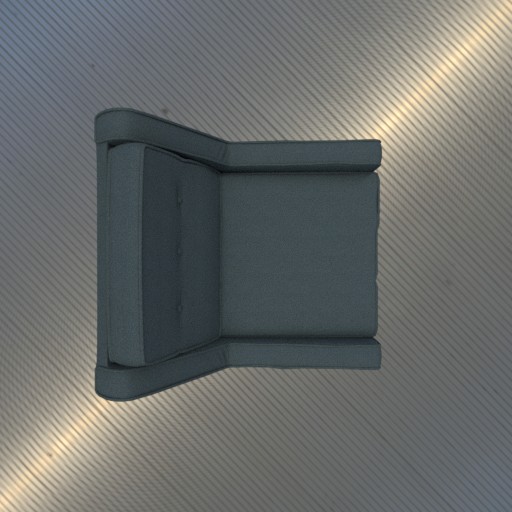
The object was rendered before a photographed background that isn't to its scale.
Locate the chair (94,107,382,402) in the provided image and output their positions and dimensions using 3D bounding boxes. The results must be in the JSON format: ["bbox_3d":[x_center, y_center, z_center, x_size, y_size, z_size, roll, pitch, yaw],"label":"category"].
[{"bbox_3d":[0.000,0.000,1.333,0.733,0.780,0.663,0,90,0],"label":"chair"}]
